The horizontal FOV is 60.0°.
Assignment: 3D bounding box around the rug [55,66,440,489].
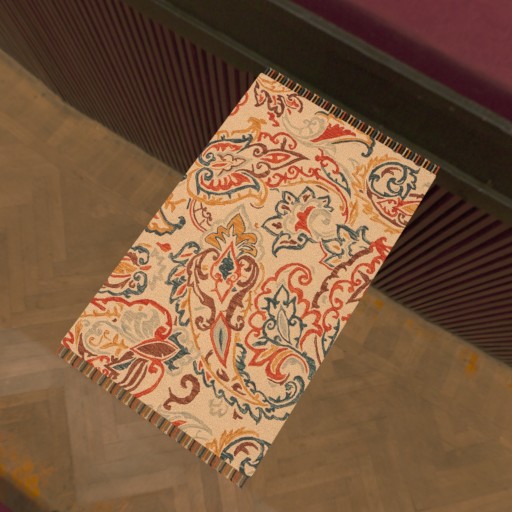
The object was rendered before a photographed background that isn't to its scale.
[{"bbox_3d":[0.000,0.000,3.091,1.523,0.010,2.584,33,80,7],"label":"rug"}]
